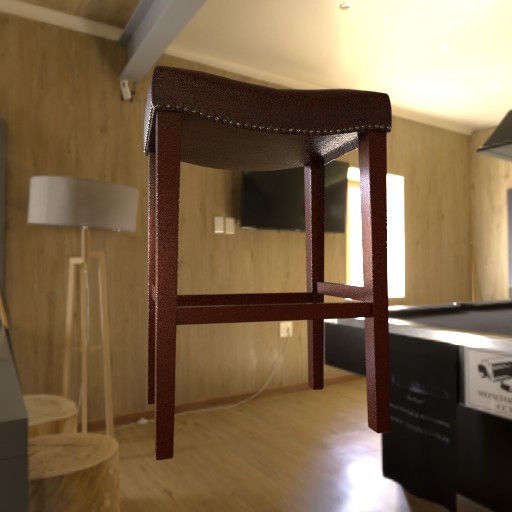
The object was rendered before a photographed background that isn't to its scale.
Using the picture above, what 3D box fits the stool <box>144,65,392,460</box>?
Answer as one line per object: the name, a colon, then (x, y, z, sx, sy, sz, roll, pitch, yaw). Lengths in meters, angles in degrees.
stool: (0.000, 0.000, 1.040, 0.504, 0.742, 0.372, 0, -1, -16)
